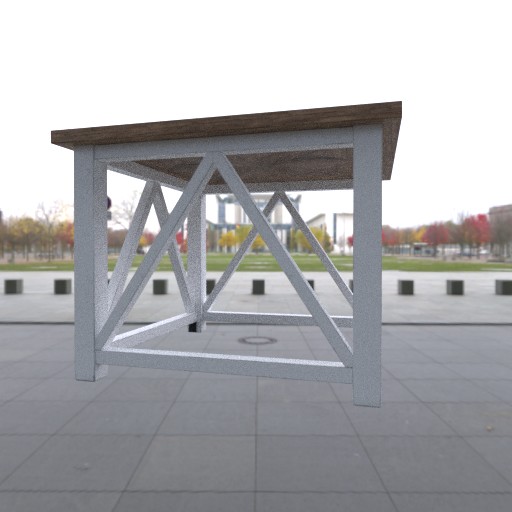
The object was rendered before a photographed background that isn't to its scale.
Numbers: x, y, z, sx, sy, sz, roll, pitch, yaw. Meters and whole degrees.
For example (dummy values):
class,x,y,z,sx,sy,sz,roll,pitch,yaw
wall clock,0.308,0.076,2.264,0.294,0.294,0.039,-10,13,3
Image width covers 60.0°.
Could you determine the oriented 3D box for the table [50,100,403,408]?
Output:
class,x,y,z,sx,sy,sz,roll,pitch,yaw
table,0.000,0.000,1.174,0.700,0.532,0.700,0,1,15
